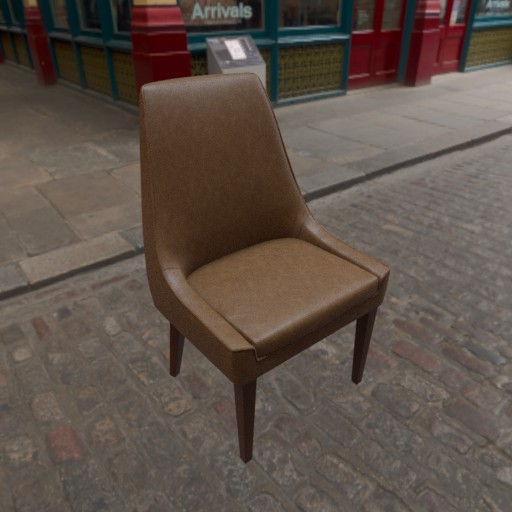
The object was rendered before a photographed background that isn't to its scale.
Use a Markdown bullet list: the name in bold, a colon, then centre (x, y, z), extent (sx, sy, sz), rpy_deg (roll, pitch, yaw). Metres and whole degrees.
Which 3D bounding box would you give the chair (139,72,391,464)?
- **chair**: centre (0.000, 0.000, 1.206), extent (0.529, 0.861, 0.544), rpy_deg (-22, 36, -33)
